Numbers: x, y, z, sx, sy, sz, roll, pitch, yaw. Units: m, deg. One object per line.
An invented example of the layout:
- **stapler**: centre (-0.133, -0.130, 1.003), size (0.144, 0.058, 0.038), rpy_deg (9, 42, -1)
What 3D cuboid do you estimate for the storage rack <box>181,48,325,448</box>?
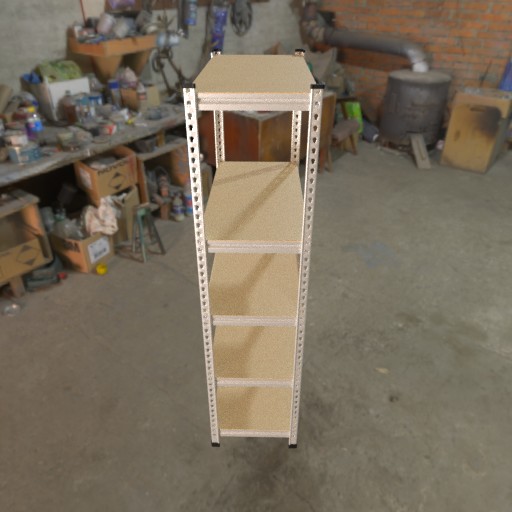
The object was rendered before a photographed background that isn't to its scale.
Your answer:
- **storage rack**: centre (0.000, 0.000, 2.264), size (0.457, 1.829, 0.914), rpy_deg (1, 32, 1)
